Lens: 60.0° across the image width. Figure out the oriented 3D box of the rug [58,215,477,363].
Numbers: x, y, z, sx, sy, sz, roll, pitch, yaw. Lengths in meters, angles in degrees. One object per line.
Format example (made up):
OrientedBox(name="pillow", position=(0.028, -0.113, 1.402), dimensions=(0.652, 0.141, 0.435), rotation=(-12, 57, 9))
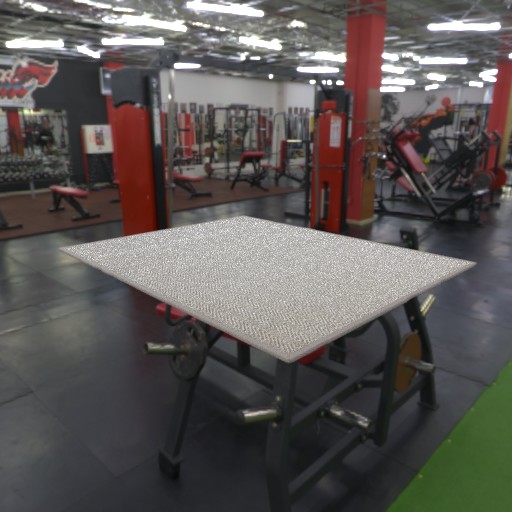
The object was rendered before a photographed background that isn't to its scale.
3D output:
OrientedBox(name="rug", position=(0.000, 0.000, 4.055), dimensions=(2.434, 0.032, 3.007), rotation=(-15, 22, -42))
